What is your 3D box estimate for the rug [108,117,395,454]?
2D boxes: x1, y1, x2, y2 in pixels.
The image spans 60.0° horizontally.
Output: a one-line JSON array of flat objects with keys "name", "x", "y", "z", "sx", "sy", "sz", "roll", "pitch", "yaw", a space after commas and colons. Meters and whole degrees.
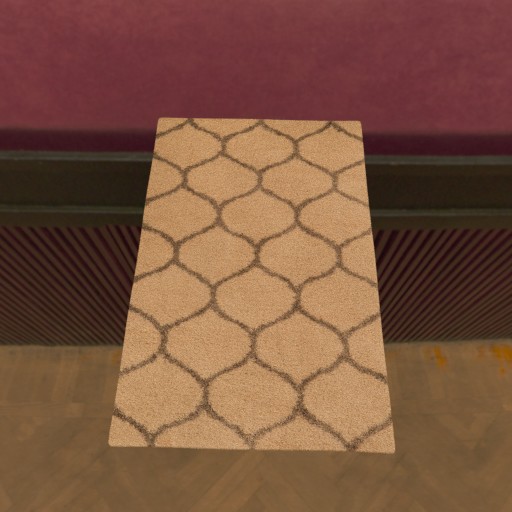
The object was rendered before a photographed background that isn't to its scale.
[{"name": "rug", "x": 0.000, "y": 0.000, "z": 3.361, "sx": 1.801, "sy": 0.026, "sz": 2.701, "roll": 1, "pitch": 64, "yaw": 1}]
